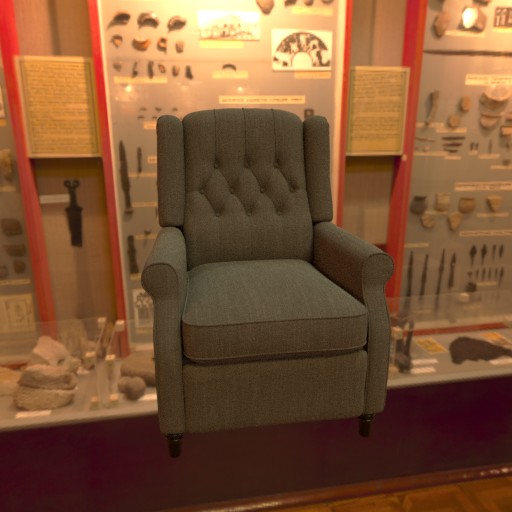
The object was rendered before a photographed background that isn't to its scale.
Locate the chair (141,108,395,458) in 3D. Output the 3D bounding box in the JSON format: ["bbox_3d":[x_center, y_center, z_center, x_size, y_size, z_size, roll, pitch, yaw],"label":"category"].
[{"bbox_3d":[0.000,0.000,1.589,0.742,1.035,0.898,-3,17,-9],"label":"chair"}]
